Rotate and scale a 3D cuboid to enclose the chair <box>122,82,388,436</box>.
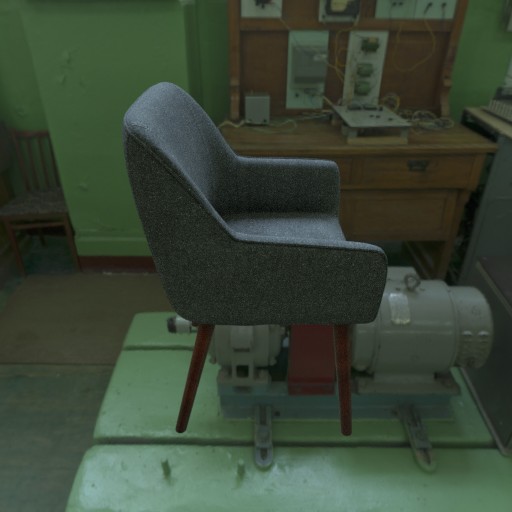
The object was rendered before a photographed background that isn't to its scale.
[{"bbox_3d":[0.000,0.000,1.155,0.519,0.803,0.543,-1,31,-1],"label":"chair"}]
